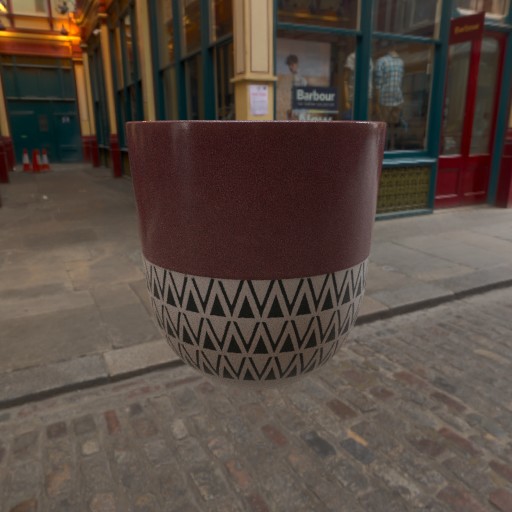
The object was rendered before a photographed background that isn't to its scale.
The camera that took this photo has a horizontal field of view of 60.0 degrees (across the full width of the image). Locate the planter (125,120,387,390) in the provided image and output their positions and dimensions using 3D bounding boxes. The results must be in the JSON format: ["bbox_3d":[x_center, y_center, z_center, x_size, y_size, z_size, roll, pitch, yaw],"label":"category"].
[{"bbox_3d":[0.000,0.000,0.372,0.195,0.214,0.195,0,16,0],"label":"planter"}]
